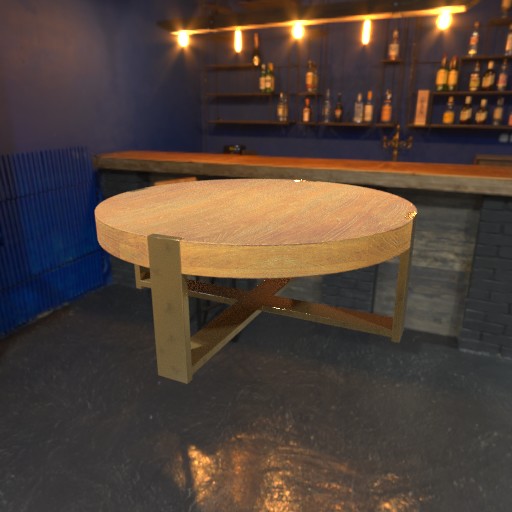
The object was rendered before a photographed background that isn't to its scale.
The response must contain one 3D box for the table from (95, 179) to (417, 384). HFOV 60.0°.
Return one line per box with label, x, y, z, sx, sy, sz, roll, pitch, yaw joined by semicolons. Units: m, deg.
table;0.000;0.000;1.670;1.100;0.420;1.100;0;18;0
